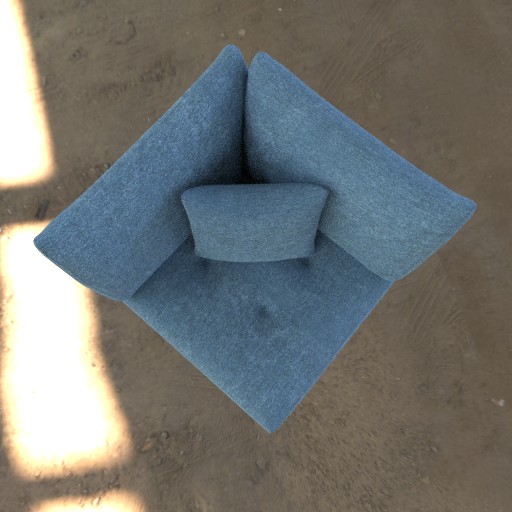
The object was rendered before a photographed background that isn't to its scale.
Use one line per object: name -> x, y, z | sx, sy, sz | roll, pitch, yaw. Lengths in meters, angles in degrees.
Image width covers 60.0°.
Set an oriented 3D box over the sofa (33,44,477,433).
sofa -> 0.000, 0.000, 1.728 | 1.000, 0.820, 1.000 | 39, 79, 9
